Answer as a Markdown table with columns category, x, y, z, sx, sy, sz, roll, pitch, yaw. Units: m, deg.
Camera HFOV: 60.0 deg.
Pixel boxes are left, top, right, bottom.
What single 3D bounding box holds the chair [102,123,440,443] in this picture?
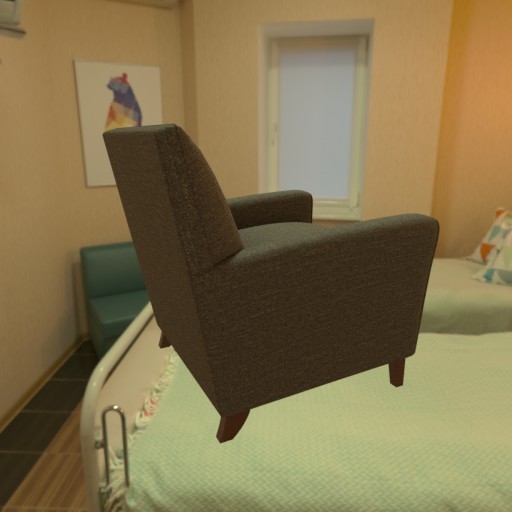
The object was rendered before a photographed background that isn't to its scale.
| category | x | y | z | sx | sy | sz | roll | pitch | yaw |
| --- | --- | --- | --- | --- | --- | --- | --- | --- | --- |
| chair | 0.000 | 0.000 | 1.588 | 0.875 | 0.885 | 0.838 | -7 | 17 | -26 |
